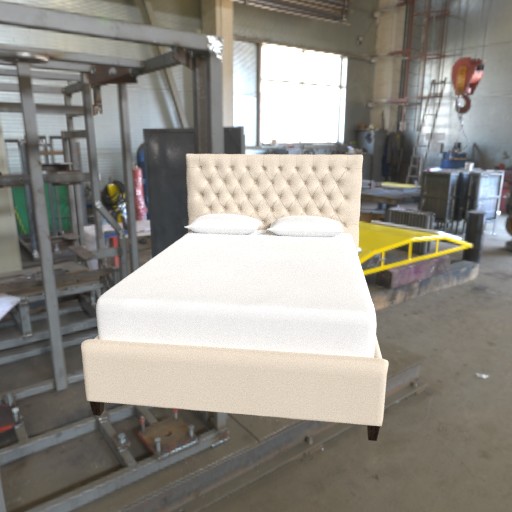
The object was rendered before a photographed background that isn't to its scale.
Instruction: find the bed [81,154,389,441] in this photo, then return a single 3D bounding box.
[{"bbox_3d":[0.000,0.000,3.348,1.696,1.426,2.233,2,15,8],"label":"bed"}]
